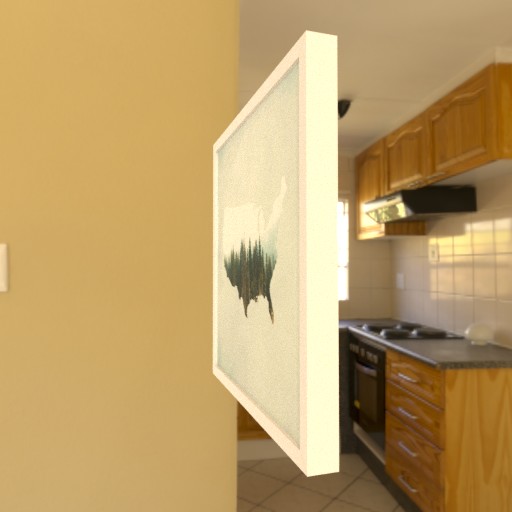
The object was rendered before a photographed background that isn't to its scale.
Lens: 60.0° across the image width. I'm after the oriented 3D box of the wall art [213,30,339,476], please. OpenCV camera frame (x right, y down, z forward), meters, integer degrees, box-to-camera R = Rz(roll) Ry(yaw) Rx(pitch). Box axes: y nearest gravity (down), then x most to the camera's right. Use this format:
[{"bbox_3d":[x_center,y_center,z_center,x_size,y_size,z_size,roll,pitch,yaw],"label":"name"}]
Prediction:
[{"bbox_3d":[0.000,0.000,0.451,0.024,0.304,0.304,0,-1,-18],"label":"wall art"}]
